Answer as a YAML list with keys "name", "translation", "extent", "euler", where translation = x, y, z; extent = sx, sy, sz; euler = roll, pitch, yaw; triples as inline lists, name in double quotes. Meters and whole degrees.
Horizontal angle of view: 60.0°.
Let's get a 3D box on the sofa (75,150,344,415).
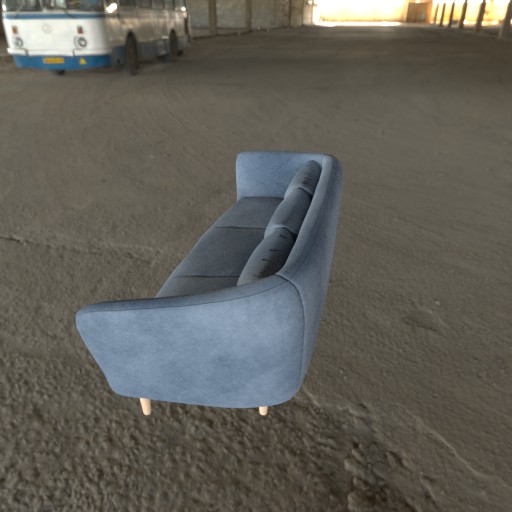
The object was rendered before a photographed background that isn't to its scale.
- name: "sofa"
  translation: [0.000, 0.000, 2.502]
  extent: [0.849, 0.795, 2.095]
  euler: [7, 30, 12]
